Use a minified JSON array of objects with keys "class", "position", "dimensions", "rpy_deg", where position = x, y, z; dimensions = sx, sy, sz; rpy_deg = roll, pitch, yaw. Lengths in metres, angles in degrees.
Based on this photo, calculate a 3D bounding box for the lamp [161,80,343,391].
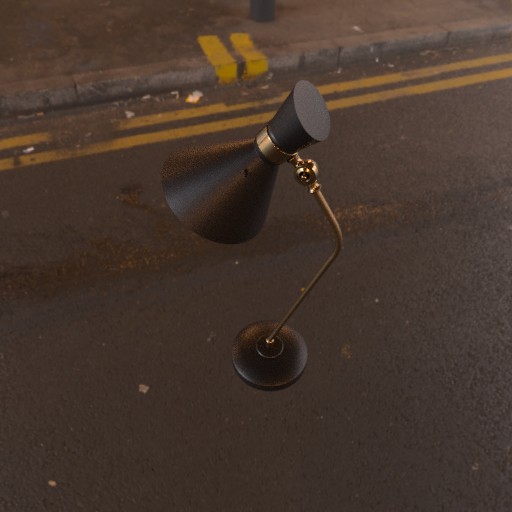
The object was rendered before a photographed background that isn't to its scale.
[{"class":"lamp","position":[0.000,0.000,0.793],"dimensions":[0.292,0.647,0.189],"rpy_deg":[15,48,14]}]
